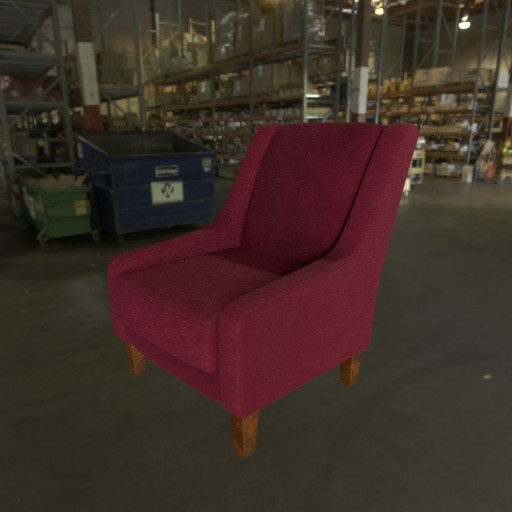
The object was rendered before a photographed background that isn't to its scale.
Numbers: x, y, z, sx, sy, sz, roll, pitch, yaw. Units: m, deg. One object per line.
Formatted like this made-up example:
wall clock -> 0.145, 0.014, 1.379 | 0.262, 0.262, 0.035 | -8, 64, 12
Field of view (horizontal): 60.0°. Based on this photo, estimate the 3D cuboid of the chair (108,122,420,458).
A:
chair -> 0.000, 0.000, 1.747 | 0.985, 1.017, 0.793 | -15, 22, -42
